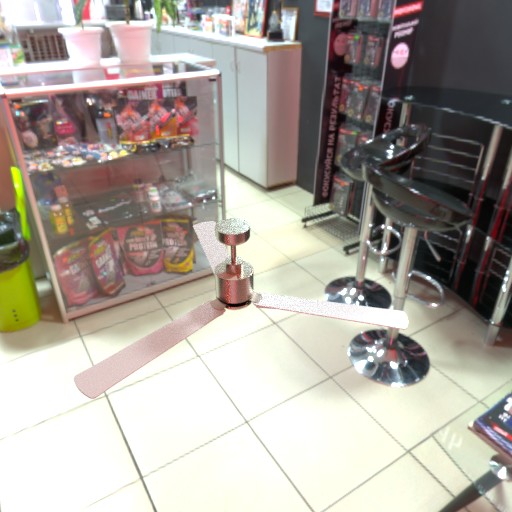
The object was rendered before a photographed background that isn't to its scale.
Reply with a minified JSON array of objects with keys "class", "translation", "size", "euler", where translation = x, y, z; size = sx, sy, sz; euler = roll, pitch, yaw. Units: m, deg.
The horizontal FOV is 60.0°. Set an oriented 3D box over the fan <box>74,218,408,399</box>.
[{"class":"fan","translation":[0.000,0.000,2.354],"size":[1.531,0.446,1.561],"euler":[0,32,0]}]
